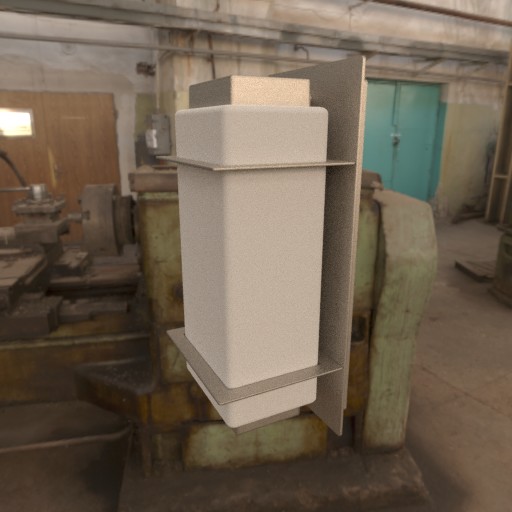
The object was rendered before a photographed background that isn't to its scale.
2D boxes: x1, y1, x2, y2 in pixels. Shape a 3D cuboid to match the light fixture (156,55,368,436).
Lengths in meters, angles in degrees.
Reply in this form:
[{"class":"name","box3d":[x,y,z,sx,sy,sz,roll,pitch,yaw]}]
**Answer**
[{"class":"light fixture","box3d":[0.000,0.000,0.473,0.160,0.380,0.168,-8,18,-26]}]
